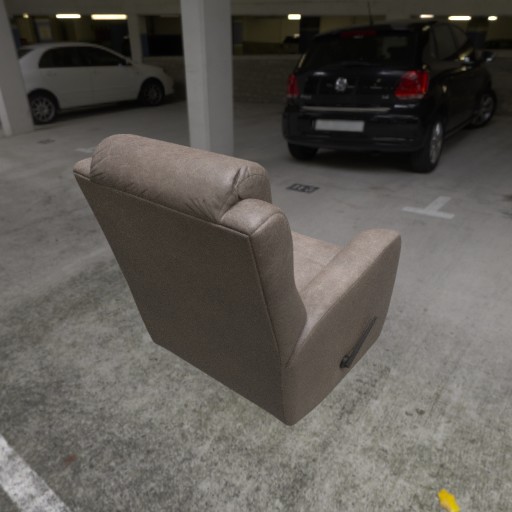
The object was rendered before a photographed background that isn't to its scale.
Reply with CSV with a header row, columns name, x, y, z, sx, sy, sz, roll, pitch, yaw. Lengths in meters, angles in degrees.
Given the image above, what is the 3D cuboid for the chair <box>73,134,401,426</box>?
name,x,y,z,sx,sy,sz,roll,pitch,yaw
chair,0.000,0.000,1.921,0.967,1.116,1.068,21,35,33
